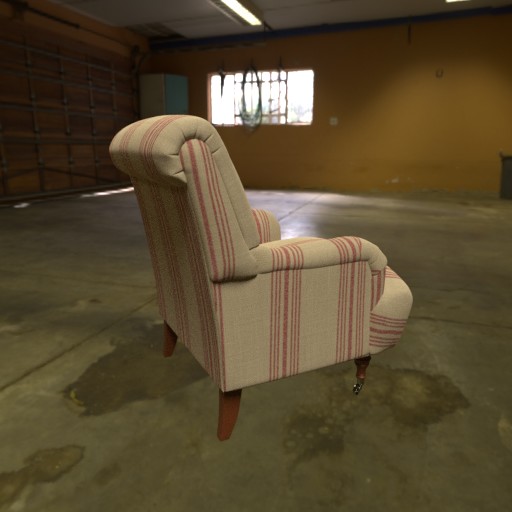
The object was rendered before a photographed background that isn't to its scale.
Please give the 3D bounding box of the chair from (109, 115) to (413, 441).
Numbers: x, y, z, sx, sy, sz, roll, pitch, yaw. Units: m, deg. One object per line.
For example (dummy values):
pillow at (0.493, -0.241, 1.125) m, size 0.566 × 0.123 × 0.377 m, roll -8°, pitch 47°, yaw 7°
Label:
chair at (0.000, 0.000, 1.914) m, size 1.058 × 1.123 × 0.933 m, roll -7°, pitch 15°, yaw -26°
